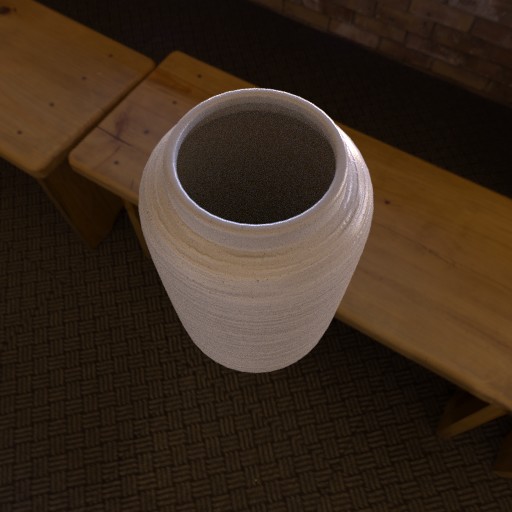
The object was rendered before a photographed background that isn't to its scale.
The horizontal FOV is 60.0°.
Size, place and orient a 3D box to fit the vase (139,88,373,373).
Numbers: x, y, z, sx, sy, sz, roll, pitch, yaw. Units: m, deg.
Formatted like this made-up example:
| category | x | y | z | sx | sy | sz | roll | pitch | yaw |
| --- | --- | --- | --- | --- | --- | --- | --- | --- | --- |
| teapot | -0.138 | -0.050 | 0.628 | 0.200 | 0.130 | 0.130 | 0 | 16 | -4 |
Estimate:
| category | x | y | z | sx | sy | sz | roll | pitch | yaw |
| --- | --- | --- | --- | --- | --- | --- | --- | --- | --- |
| vase | 0.000 | 0.000 | 0.477 | 0.202 | 0.335 | 0.202 | 0 | 63 | 0 |
